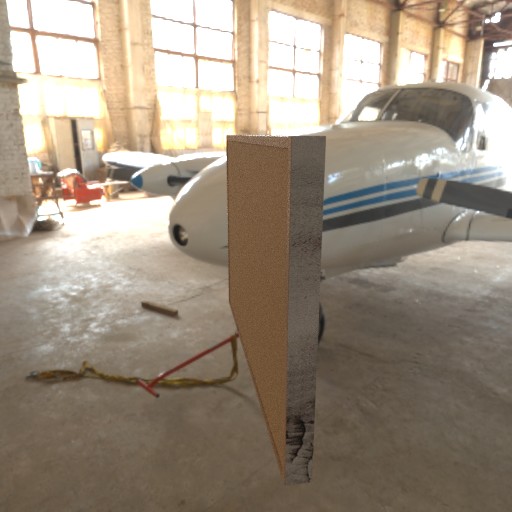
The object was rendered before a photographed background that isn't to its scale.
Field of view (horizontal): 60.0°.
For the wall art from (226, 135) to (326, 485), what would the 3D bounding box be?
[{"bbox_3d":[0.000,0.000,0.774,0.035,0.407,0.613,-3,16,-9],"label":"wall art"}]
